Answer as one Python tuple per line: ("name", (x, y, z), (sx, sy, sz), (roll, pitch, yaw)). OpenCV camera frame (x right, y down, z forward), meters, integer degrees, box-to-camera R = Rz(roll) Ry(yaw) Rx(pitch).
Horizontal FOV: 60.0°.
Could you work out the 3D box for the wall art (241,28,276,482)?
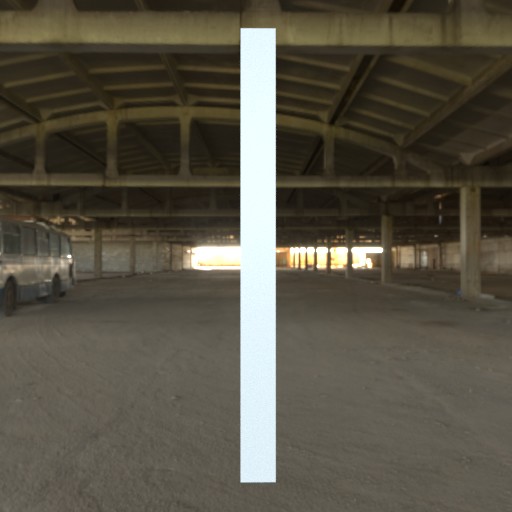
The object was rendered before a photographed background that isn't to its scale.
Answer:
("wall art", (0.000, 0.000, 0.524), (0.027, 0.355, 0.355), (0, 0, -1))
